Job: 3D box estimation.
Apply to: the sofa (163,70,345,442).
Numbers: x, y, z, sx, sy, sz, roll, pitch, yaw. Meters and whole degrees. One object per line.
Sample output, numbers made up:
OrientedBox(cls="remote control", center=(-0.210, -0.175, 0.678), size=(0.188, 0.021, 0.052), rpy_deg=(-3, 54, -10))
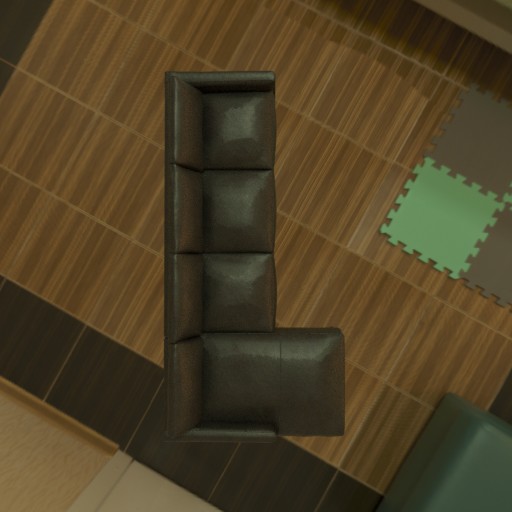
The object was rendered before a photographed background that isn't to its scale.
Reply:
OrientedBox(cls="sofa", center=(0.000, 0.000, 3.742), size=(1.471, 0.859, 2.993), rpy_deg=(0, 89, 3))
